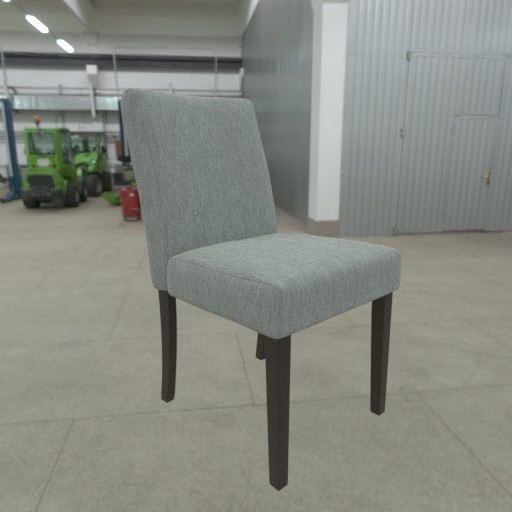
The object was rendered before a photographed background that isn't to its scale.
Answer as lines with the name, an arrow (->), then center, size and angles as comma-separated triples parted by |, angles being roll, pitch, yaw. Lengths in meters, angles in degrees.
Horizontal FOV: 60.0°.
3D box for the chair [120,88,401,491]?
chair -> 0.000, 0.000, 1.221 | 0.487, 0.884, 0.629 | -13, 19, -42
